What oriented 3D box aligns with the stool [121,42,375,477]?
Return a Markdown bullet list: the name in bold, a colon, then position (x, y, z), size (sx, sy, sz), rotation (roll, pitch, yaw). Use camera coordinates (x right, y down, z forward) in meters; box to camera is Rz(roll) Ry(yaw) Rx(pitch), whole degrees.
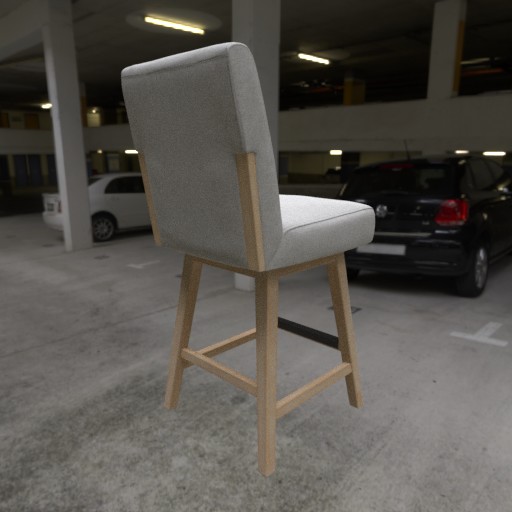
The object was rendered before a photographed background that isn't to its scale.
- **stool**: position (0.000, 0.000, 1.374), size (0.507, 1.085, 0.606), rotation (13, 19, 43)
